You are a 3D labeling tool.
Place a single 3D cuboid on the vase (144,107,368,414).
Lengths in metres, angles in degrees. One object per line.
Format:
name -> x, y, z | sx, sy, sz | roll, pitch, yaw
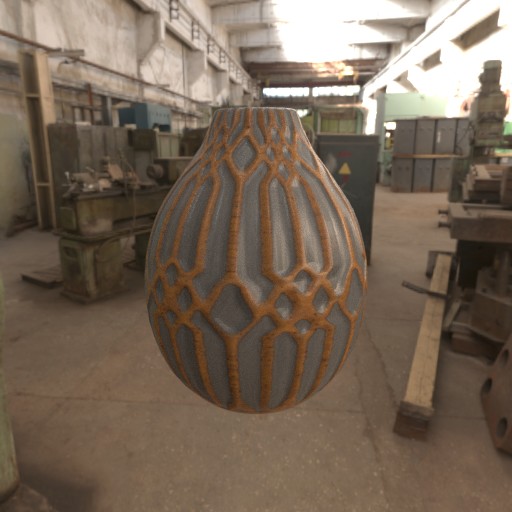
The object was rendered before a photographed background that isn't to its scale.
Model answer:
vase -> 0.000, 0.000, 0.140 | 0.069, 0.088, 0.069 | 0, 15, 0
